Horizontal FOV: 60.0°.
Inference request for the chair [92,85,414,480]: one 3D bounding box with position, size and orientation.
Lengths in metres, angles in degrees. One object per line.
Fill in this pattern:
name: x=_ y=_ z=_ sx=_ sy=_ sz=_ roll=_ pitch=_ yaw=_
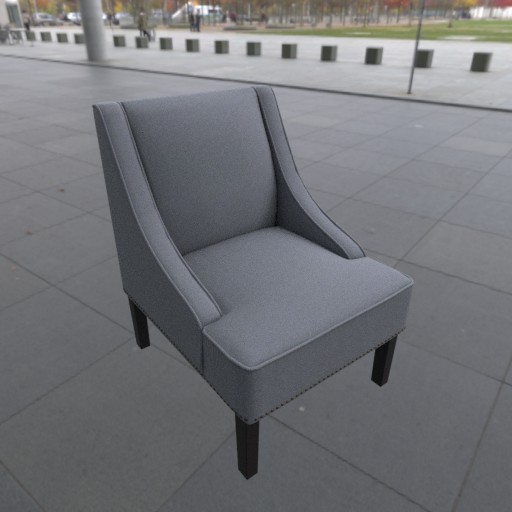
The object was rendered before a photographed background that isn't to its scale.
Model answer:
chair: x=0.000 y=0.000 z=1.357 sx=0.631 sy=0.867 sz=0.747 roll=-20 pitch=35 yaw=-32
